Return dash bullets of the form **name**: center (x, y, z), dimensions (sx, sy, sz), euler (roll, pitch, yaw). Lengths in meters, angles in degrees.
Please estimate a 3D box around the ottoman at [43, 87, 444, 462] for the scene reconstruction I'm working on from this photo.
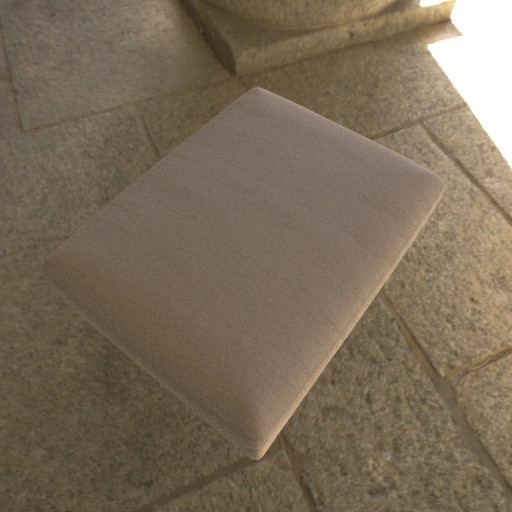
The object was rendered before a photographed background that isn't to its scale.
- **ottoman**: center (0.000, 0.000, 1.116), dimensions (0.606, 0.420, 0.771), euler (33, 63, 19)
